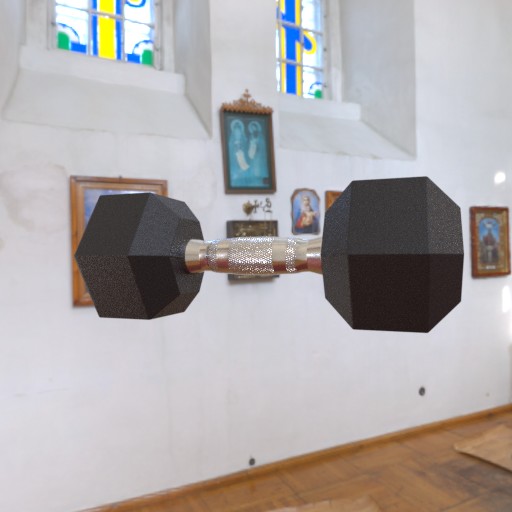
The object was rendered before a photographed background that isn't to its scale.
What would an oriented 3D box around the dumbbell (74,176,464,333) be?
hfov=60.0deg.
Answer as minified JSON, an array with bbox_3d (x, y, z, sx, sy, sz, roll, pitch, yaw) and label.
[{"bbox_3d":[0.000,0.000,0.428,0.356,0.123,0.141,0,-1,19],"label":"dumbbell"}]
